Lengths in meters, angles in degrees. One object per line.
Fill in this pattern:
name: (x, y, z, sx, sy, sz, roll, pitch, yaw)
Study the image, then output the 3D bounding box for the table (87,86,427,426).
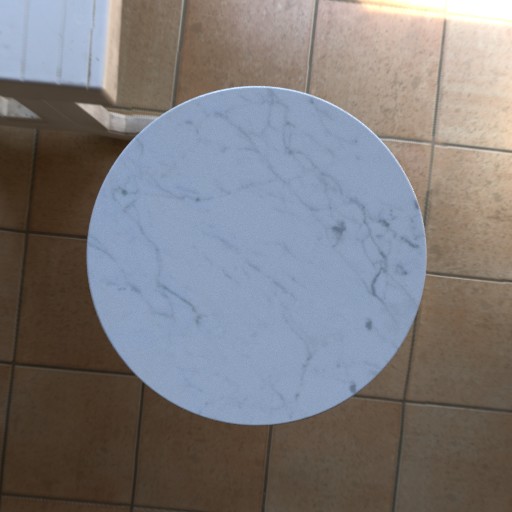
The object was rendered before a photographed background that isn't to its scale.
table: (0.000, 0.000, 1.264, 0.800, 0.450, 0.800, 0, 90, -1)
